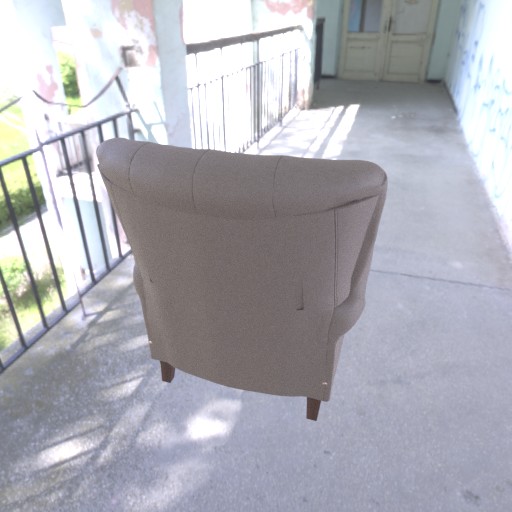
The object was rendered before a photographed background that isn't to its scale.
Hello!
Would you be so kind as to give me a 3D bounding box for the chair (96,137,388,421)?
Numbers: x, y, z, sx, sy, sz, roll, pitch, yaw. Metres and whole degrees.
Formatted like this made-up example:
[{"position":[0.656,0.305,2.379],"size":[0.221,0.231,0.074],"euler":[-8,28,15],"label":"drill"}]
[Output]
[{"position":[0.000,0.000,1.906],"size":[0.999,1.138,1.041],"euler":[10,32,16],"label":"chair"}]
